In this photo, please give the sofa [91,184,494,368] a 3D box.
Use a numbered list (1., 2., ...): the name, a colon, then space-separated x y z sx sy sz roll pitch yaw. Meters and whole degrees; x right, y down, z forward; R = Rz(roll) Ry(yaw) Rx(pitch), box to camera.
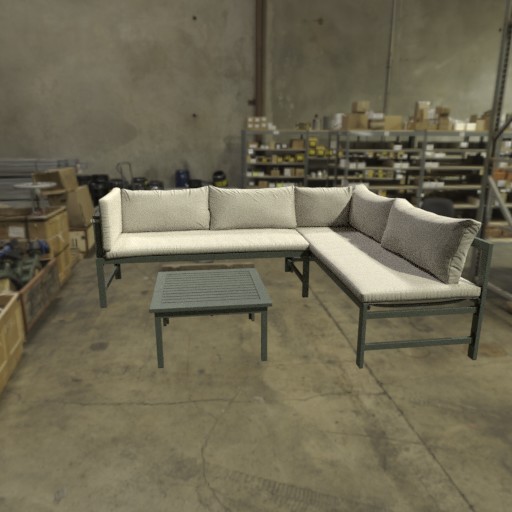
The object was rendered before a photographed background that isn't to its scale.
1. sofa: 0.000 0.000 2.863 2.096 0.758 1.658 -2 16 -8
